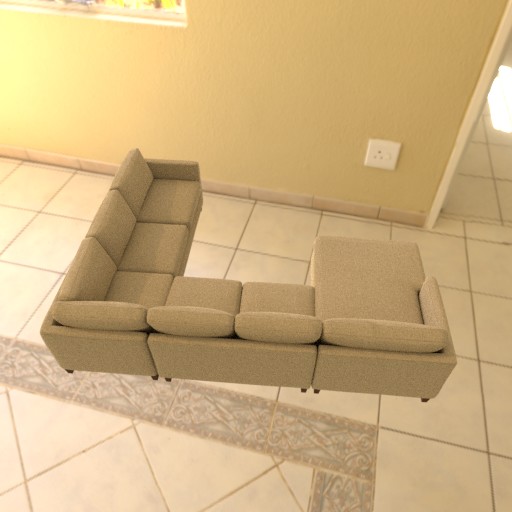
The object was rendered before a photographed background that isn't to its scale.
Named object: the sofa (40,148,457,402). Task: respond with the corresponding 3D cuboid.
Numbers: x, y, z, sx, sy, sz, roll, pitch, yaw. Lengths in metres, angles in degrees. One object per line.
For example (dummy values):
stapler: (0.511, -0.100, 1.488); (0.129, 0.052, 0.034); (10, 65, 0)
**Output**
sofa: (0.000, 0.000, 4.634); (3.460, 0.959, 2.593); (4, 47, 3)
